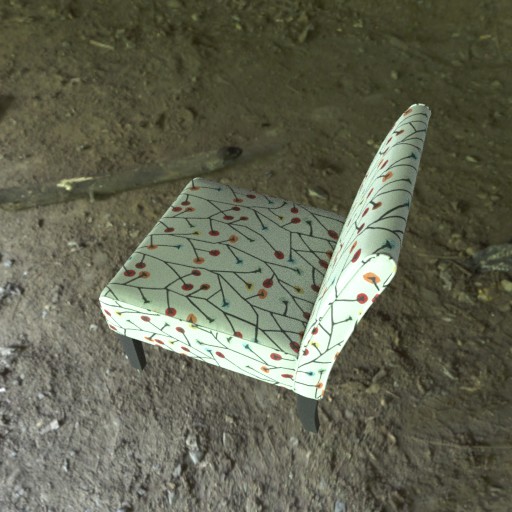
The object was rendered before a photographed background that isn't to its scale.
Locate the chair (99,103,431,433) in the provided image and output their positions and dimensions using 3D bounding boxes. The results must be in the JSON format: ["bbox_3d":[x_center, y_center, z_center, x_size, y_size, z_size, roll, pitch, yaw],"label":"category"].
[{"bbox_3d":[0.000,0.000,1.304,0.732,0.813,0.597,16,48,14],"label":"chair"}]
